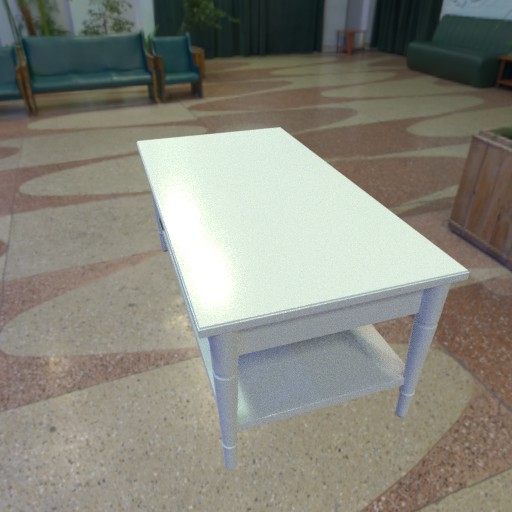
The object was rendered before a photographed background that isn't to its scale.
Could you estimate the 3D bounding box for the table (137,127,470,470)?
[{"bbox_3d":[0.000,0.000,1.372,0.559,0.457,1.067,-10,34,-15],"label":"table"}]
